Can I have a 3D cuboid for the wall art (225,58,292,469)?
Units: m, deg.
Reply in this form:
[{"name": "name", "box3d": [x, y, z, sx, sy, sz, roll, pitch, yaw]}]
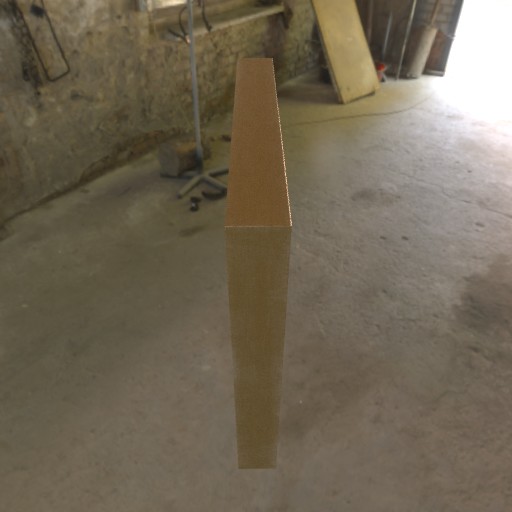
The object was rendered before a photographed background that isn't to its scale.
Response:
[{"name": "wall art", "box3d": [0.000, 0.000, 0.465, 0.038, 0.305, 0.306, 0, 41, 0]}]
